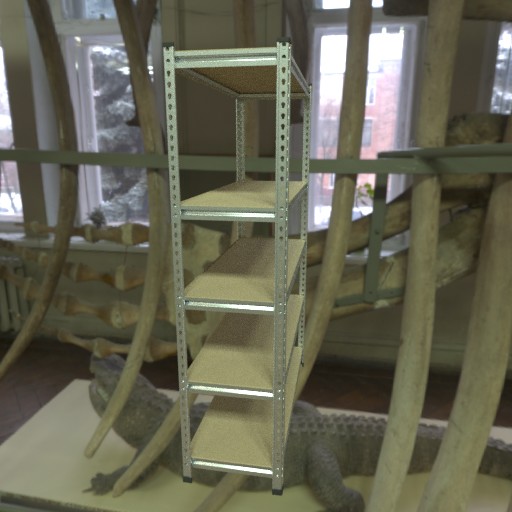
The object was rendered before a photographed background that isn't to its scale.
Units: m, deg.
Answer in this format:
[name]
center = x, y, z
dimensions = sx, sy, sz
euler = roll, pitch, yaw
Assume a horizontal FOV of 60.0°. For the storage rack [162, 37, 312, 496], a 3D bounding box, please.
[storage rack]
center = 0.000, 0.000, 2.323
dimensions = 0.457, 1.829, 1.219
euler = 3, 14, 10
